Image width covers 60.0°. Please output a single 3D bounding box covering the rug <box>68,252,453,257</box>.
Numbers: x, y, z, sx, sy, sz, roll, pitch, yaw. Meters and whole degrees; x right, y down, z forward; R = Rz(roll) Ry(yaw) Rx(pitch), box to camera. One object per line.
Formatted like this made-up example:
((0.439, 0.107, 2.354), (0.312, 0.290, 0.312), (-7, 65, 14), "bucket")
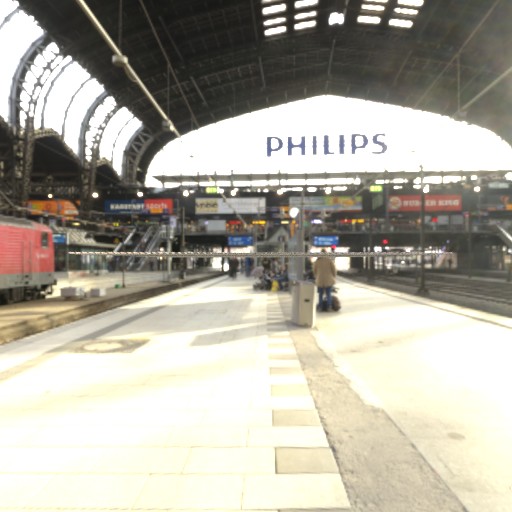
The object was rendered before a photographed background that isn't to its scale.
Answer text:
((0.000, 0.000, 2.968), (1.532, 0.010, 2.441), (0, -1, -1), "rug")
